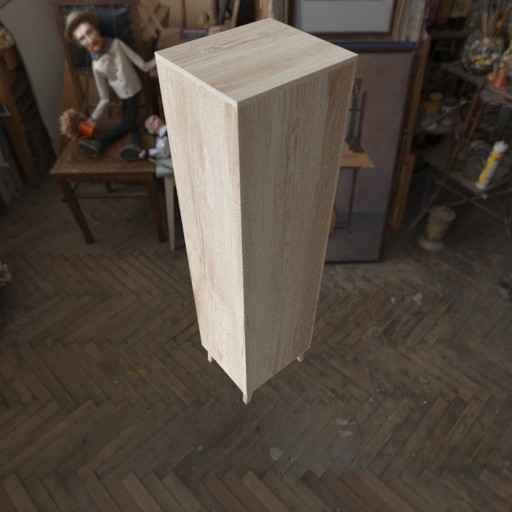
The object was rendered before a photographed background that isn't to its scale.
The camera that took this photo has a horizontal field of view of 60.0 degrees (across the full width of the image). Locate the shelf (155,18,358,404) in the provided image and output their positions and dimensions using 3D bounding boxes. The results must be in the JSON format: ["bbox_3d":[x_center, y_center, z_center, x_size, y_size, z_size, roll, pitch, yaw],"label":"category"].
[{"bbox_3d":[0.000,0.000,2.187,0.510,1.960,0.450,-31,54,-26],"label":"shelf"}]
